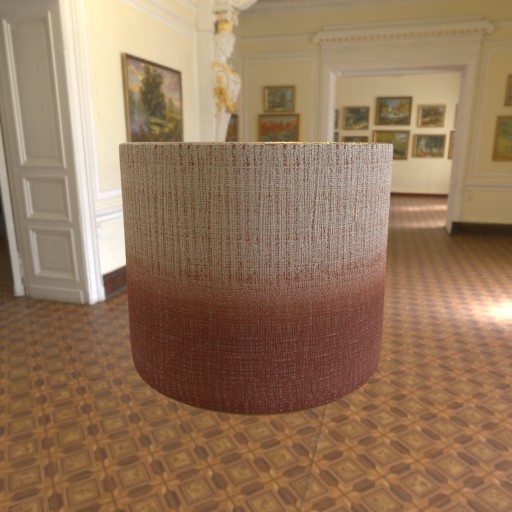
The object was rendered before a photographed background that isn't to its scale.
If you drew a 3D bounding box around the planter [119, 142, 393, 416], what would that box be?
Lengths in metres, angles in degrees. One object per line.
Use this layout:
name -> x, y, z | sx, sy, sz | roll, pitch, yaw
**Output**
planter -> 0.000, 0.000, 0.446 | 0.254, 0.221, 0.254 | 0, 14, 0
